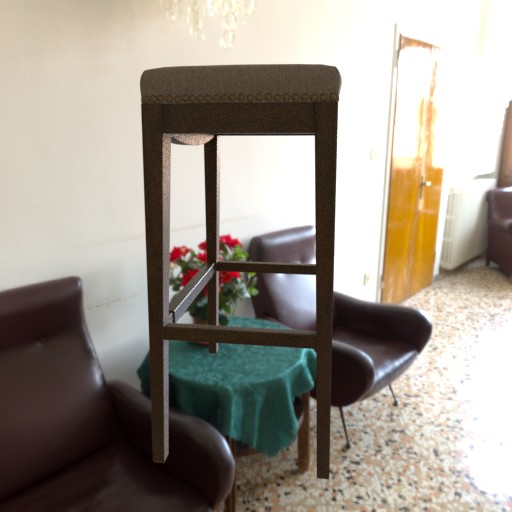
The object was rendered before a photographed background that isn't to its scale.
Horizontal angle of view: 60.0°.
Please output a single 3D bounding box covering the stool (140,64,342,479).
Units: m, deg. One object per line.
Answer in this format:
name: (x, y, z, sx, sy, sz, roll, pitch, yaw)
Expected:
stool: (0.000, 0.000, 1.029, 0.356, 0.762, 0.508, 2, 15, 8)
